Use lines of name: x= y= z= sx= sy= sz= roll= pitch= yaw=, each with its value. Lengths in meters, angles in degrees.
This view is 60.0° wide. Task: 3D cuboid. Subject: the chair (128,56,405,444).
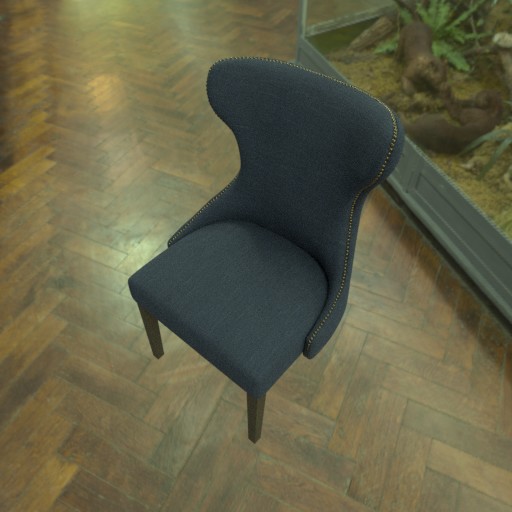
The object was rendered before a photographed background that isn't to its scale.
chair: x=0.000 y=0.000 z=1.384 sx=0.628 sy=0.967 sz=0.635 roll=32 pitch=55 yaw=26
